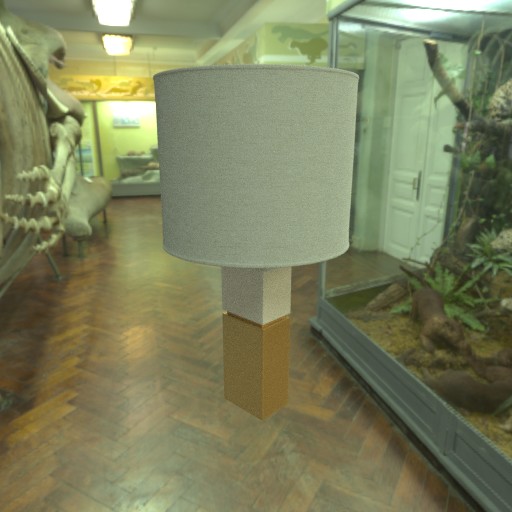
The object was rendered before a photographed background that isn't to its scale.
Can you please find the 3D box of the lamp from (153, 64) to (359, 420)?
[{"bbox_3d":[0.000,0.000,0.559,0.229,0.417,0.229,14,21,42],"label":"lamp"}]
